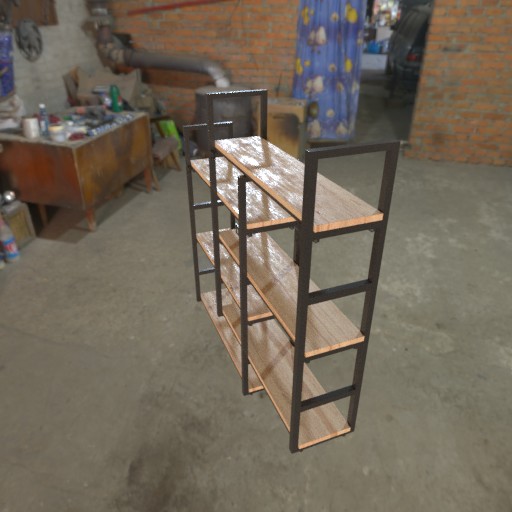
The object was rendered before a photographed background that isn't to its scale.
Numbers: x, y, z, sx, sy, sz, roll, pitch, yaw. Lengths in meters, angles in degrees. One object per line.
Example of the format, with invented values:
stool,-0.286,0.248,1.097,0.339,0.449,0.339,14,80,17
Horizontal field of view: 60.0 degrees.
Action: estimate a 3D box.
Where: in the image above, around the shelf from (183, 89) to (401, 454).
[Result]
shelf,0.000,0.000,1.368,0.183,0.921,0.946,-11,31,-19
